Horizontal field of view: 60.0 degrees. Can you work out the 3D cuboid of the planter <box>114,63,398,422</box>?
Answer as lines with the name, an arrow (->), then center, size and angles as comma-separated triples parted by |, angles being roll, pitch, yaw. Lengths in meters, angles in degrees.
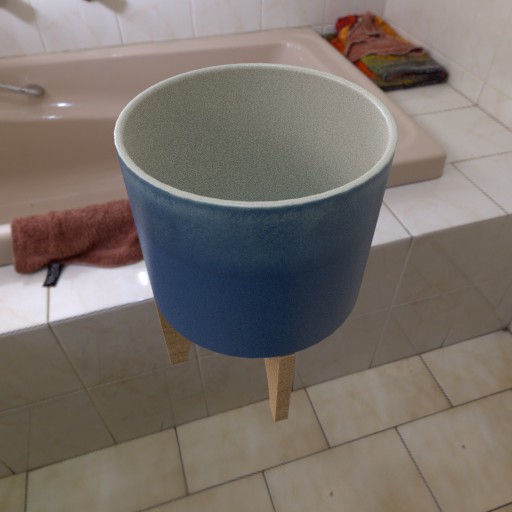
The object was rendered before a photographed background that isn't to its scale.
planter -> 0.000, 0.000, 0.547 | 0.261, 0.367, 0.261 | 0, 45, 0
